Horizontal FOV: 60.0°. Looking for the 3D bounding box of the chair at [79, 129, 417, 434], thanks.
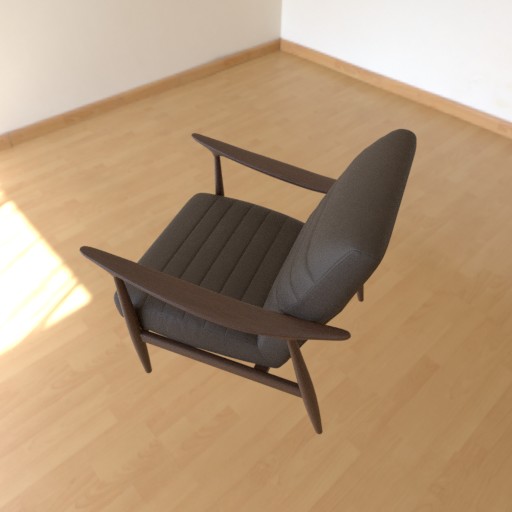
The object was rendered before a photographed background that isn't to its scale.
[{"bbox_3d":[0.000,0.000,1.484,0.798,0.831,0.741,16,48,15],"label":"chair"}]
